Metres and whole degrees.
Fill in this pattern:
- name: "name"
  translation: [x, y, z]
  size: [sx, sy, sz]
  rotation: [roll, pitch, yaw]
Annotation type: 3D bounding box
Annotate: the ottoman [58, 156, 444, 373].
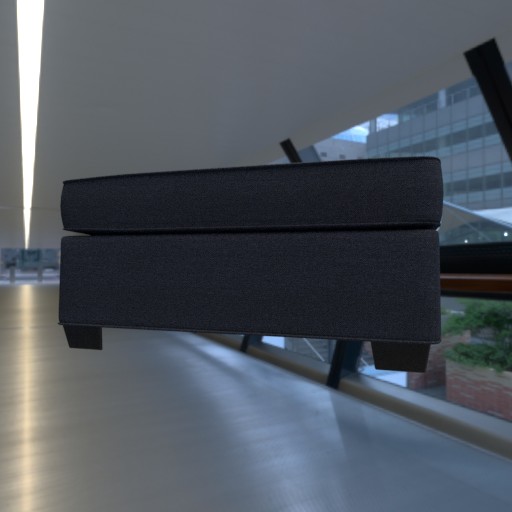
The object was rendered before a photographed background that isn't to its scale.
- name: "ottoman"
  translation: [0.000, 0.000, 1.184]
  size: [0.895, 0.453, 0.505]
  rotation: [0, 0, 17]
